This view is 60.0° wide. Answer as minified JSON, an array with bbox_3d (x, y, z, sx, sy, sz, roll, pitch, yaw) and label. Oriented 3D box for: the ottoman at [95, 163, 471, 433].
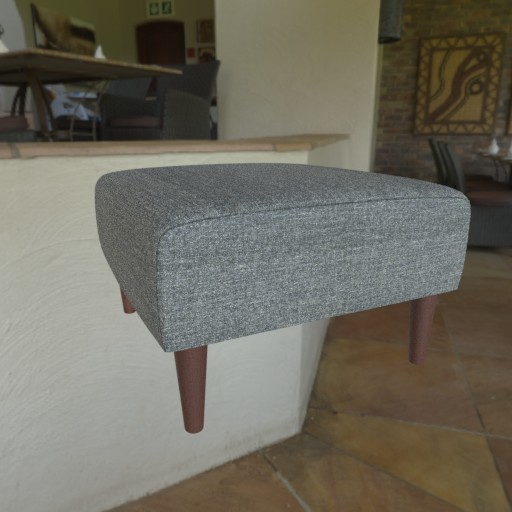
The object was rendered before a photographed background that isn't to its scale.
[{"bbox_3d":[0.000,0.000,1.041,0.648,0.399,0.655,-8,18,-25],"label":"ottoman"}]
